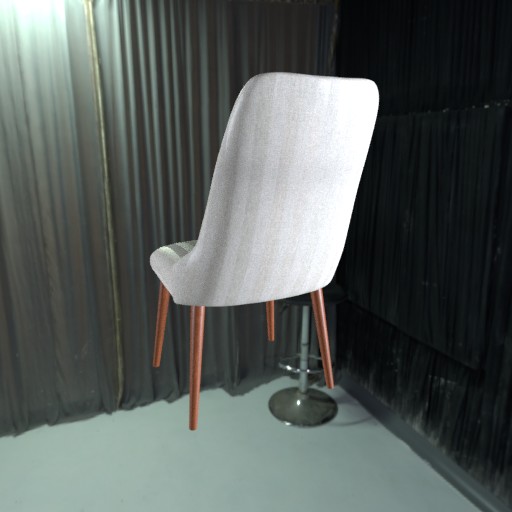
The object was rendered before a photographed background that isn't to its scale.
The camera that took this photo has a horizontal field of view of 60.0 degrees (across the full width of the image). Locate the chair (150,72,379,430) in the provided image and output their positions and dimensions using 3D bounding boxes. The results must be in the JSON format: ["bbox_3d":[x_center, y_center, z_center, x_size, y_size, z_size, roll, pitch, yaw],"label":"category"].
[{"bbox_3d":[0.000,0.000,1.305,0.526,0.917,0.684,-7,16,-26],"label":"chair"}]
